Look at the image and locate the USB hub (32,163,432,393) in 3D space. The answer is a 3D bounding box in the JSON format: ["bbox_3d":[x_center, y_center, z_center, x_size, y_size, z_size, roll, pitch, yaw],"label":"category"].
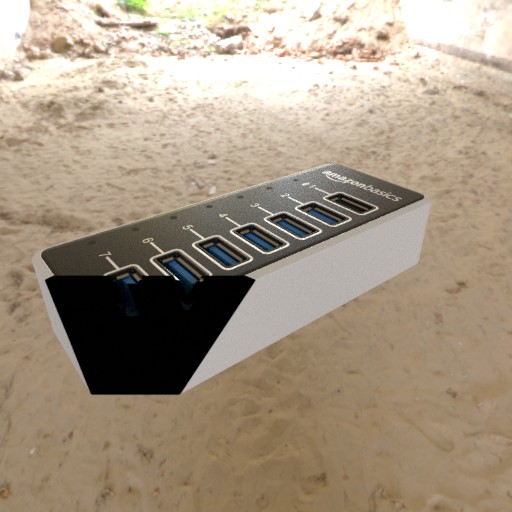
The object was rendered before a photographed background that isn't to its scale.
[{"bbox_3d":[0.000,0.000,0.129,0.110,0.023,0.044,-22,38,-32],"label":"USB hub"}]
